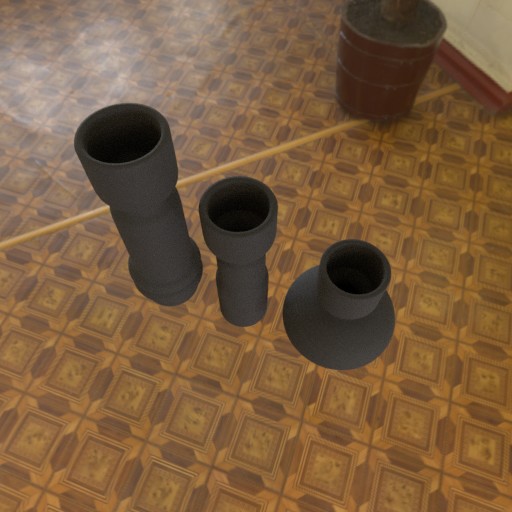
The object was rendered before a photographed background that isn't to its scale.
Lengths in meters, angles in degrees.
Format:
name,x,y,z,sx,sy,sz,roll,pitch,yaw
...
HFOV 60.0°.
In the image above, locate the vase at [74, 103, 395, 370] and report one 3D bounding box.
name,x,y,z,sx,sy,sz,roll,pitch,yaw
vase,0.000,0.000,0.434,0.307,0.249,0.120,16,60,10
